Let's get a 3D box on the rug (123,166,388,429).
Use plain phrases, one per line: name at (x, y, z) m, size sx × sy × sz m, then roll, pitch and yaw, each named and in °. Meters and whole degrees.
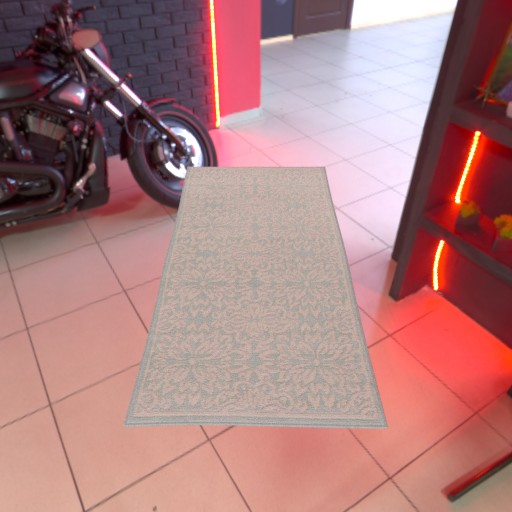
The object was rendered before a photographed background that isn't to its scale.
rug at (0.000, 0.000, 1.475) m, size 0.604 × 0.007 × 1.219 m, roll 0°, pitch 40°, yaw 0°
